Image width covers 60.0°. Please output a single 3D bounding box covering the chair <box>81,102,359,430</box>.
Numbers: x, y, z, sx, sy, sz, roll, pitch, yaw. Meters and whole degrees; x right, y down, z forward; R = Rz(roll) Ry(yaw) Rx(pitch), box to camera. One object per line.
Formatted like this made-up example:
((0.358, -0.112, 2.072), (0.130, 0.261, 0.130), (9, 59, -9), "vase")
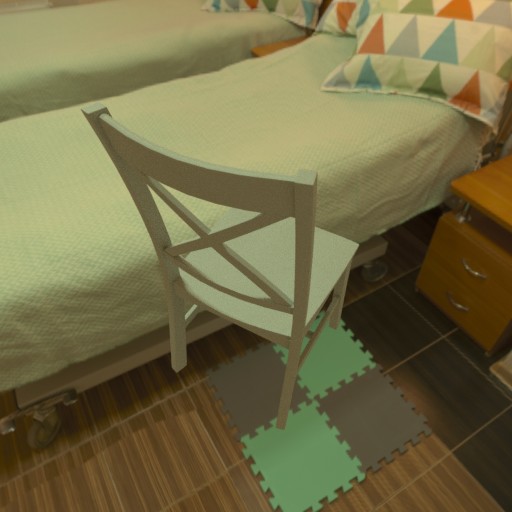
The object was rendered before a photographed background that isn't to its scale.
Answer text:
((0.000, 0.000, 1.256), (0.485, 0.983, 0.542), (22, 49, 21), "chair")
